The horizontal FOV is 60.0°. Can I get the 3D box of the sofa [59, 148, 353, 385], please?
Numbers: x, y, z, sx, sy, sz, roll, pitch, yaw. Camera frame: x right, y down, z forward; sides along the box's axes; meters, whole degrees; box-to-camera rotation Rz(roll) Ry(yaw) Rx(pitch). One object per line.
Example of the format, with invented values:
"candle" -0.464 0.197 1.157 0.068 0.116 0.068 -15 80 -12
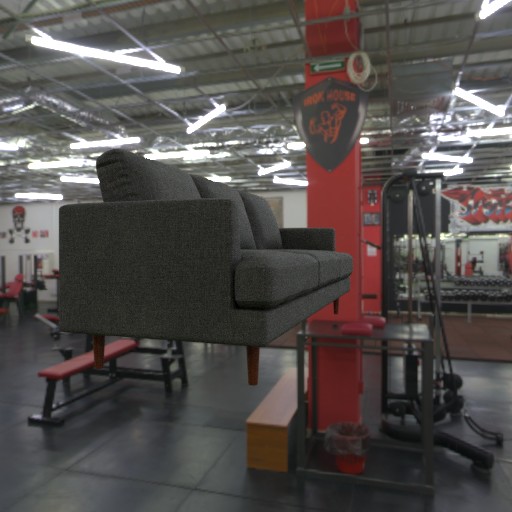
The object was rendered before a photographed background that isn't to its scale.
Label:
"sofa" 0.000 0.000 2.663 0.903 0.930 2.246 0 1 19
